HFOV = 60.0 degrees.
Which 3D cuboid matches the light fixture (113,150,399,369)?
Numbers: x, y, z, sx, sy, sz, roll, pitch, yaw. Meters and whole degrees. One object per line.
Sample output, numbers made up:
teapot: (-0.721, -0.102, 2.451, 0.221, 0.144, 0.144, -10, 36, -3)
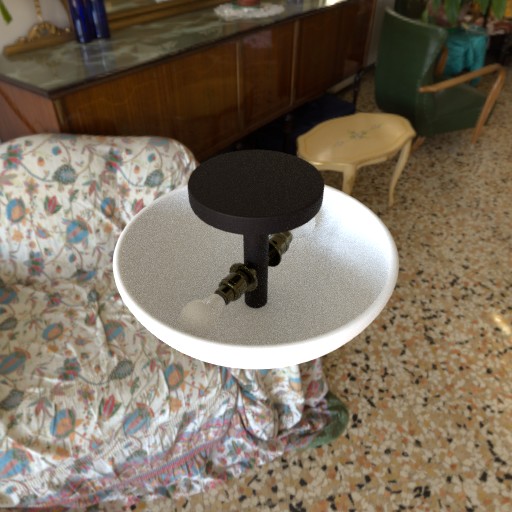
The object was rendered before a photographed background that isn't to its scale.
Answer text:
light fixture: (0.000, 0.000, 0.541, 0.331, 0.212, 0.331, 0, 39, 0)
